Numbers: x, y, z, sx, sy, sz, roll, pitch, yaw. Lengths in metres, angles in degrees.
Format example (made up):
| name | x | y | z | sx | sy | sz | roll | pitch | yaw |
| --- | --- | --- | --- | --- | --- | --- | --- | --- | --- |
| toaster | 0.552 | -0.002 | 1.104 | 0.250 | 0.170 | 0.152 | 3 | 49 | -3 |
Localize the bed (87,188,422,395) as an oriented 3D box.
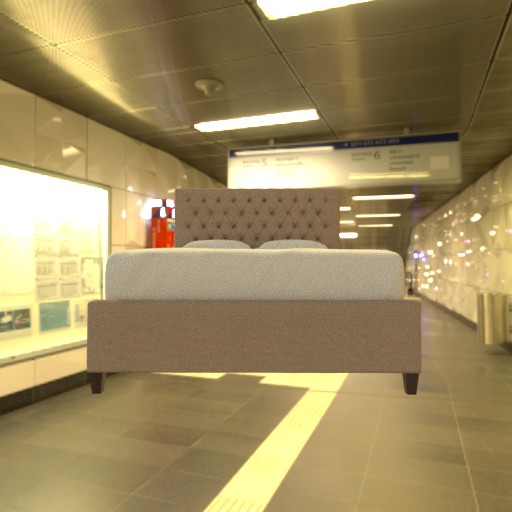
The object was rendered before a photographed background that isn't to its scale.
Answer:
| name | x | y | z | sx | sy | sz | roll | pitch | yaw |
| --- | --- | --- | --- | --- | --- | --- | --- | --- | --- |
| bed | 0.000 | 0.000 | 3.390 | 1.698 | 1.427 | 2.387 | 0 | -1 | 1 |
